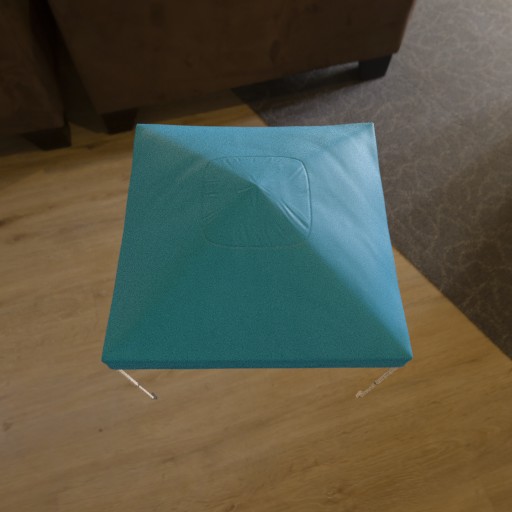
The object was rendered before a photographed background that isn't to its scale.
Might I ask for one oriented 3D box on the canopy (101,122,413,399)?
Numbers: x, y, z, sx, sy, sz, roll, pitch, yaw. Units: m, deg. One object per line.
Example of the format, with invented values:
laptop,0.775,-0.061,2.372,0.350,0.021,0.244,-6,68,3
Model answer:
canopy,0.000,0.000,5.545,2.998,2.997,2.996,0,63,0
